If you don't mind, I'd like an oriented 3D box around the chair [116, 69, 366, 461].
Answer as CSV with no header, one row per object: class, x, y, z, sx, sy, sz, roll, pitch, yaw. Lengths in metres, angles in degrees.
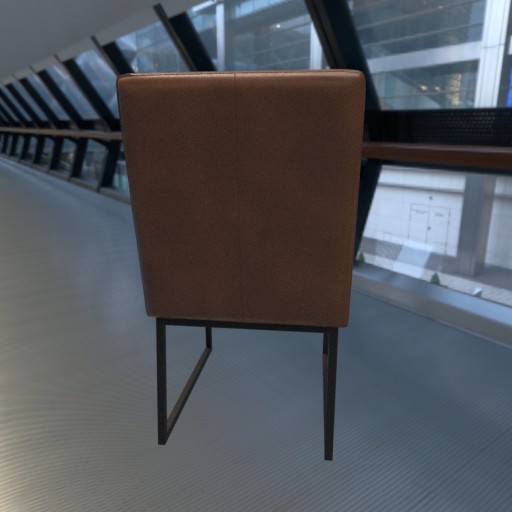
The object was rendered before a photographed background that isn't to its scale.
chair,0.000,0.000,1.283,0.520,0.930,0.634,2,15,7
